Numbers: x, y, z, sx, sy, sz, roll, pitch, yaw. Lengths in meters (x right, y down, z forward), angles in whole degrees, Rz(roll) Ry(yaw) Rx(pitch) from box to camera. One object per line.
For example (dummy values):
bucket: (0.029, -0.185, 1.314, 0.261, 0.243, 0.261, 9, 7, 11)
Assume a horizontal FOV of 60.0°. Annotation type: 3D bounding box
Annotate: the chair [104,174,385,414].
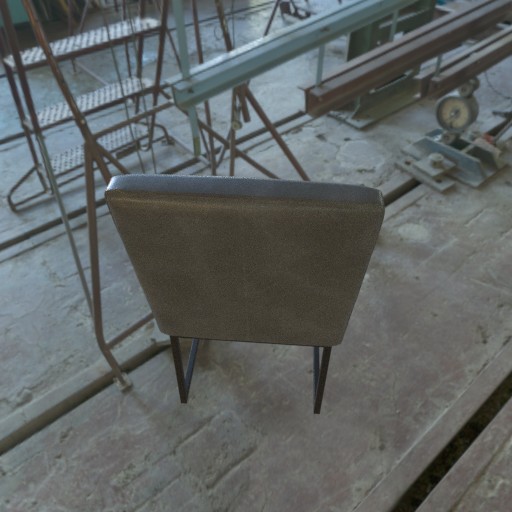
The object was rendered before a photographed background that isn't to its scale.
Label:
chair: (0.000, 0.000, 1.314, 0.520, 0.930, 0.634, 3, 46, 3)
